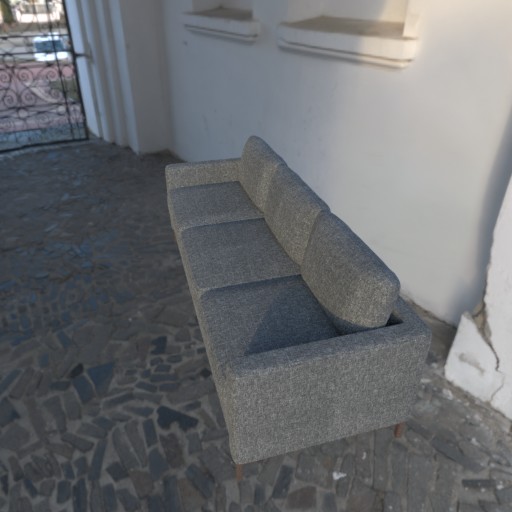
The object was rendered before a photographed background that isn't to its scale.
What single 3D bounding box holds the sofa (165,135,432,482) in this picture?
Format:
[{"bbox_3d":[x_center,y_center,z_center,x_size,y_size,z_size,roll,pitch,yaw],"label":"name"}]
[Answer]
[{"bbox_3d":[0.000,0.000,2.679,0.859,0.874,2.218,-9,33,-13],"label":"sofa"}]
